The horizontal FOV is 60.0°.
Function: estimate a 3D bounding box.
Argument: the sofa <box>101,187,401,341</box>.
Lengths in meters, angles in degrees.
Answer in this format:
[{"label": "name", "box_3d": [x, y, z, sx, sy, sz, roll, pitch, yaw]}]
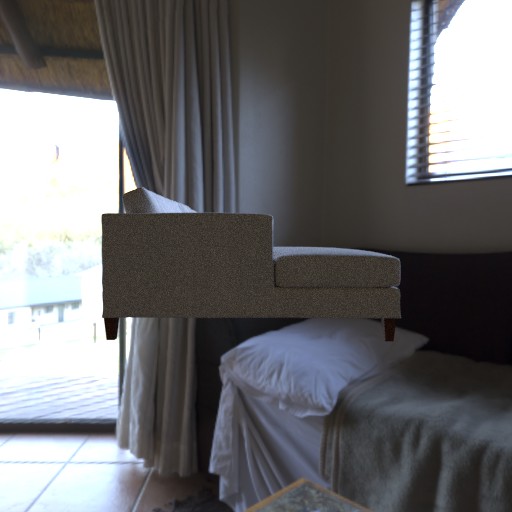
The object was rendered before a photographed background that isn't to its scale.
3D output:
[{"label": "sofa", "box_3d": [0.000, 0.000, 3.938, 1.625, 0.861, 3.186, 0, 1, 1]}]
